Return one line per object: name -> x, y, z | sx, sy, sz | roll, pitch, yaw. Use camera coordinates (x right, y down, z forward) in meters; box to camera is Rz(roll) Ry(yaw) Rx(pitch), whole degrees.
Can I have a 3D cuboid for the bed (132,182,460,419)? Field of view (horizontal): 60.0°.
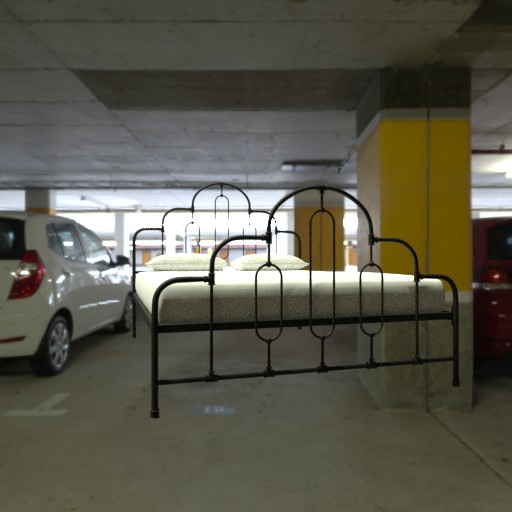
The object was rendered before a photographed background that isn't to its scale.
bed -> 0.000, 0.000, 3.178 | 1.640, 1.429, 2.163 | 0, -1, -18
